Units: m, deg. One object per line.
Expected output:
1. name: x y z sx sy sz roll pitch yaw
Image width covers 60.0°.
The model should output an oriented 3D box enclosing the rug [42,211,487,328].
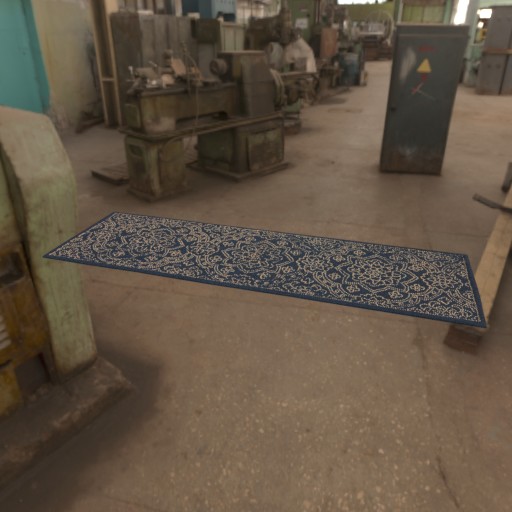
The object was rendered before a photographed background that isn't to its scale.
1. rug: 0.000 0.000 2.661 2.448 0.012 0.769 8 28 15
